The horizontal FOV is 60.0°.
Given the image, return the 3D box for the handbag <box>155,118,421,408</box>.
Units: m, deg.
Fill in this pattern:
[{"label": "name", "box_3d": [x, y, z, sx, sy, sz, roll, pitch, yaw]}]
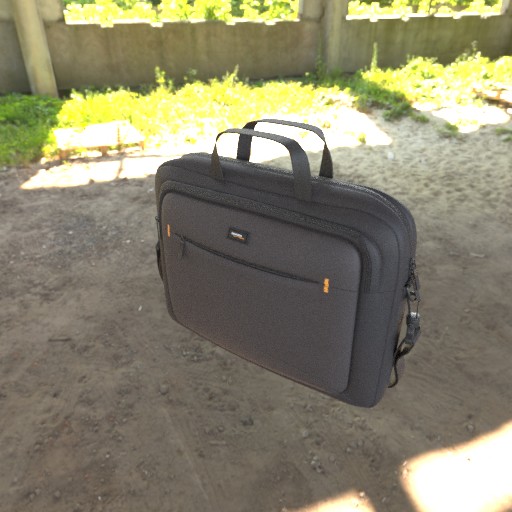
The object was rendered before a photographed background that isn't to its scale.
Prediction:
[{"label": "handbag", "box_3d": [0.000, 0.000, 0.577, 0.429, 0.330, 0.126, 19, 34, 30]}]
